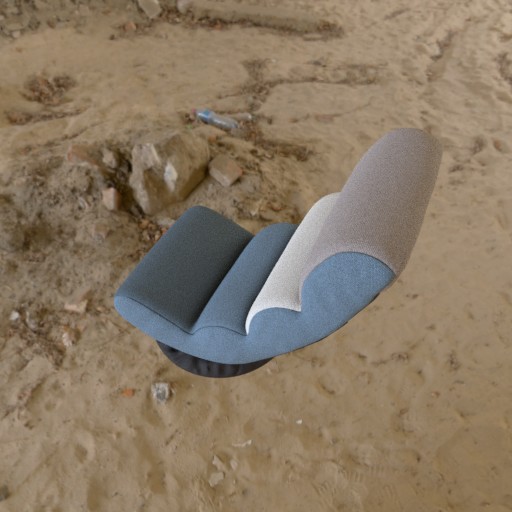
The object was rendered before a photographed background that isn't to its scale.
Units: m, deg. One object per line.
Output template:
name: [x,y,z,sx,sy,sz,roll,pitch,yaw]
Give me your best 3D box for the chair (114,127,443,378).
chair: [0.000,0.000,1.071,0.661,0.641,0.420,19,50,17]
